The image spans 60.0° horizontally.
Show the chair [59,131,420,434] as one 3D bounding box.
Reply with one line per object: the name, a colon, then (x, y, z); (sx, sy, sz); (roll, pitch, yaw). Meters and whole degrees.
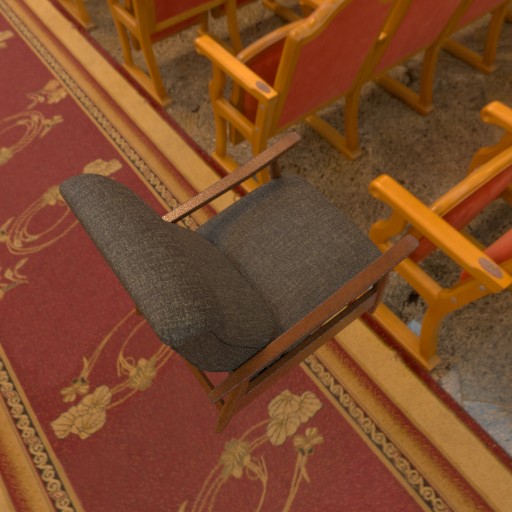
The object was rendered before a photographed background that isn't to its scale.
chair: (0.000, 0.000, 1.766); (1.014, 1.082, 0.762); (-33, 65, -18)
